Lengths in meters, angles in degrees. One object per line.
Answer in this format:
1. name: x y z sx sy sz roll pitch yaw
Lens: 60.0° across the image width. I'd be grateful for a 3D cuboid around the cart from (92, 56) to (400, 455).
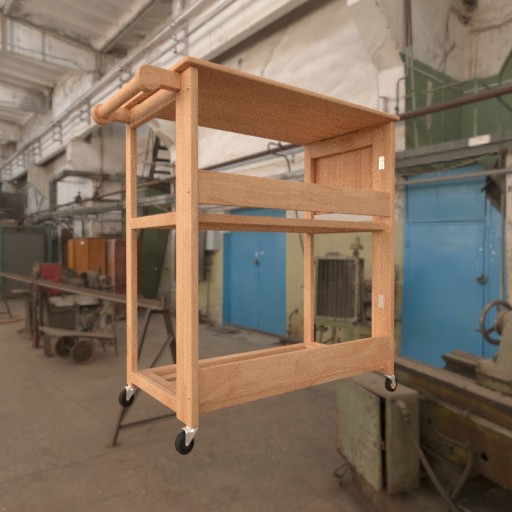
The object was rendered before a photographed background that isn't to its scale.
1. cart: 0.000 0.000 1.337 0.853 0.879 0.432 -1 1 -36
